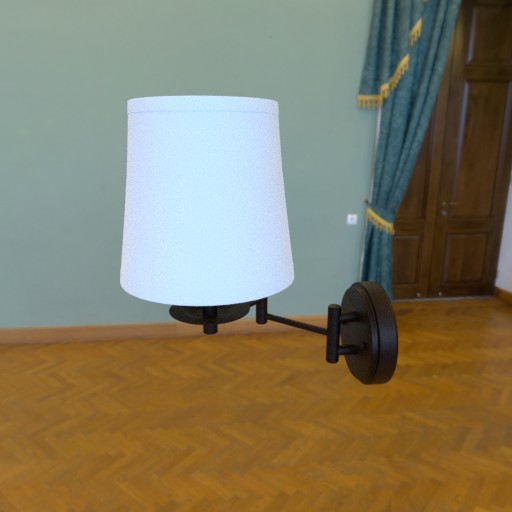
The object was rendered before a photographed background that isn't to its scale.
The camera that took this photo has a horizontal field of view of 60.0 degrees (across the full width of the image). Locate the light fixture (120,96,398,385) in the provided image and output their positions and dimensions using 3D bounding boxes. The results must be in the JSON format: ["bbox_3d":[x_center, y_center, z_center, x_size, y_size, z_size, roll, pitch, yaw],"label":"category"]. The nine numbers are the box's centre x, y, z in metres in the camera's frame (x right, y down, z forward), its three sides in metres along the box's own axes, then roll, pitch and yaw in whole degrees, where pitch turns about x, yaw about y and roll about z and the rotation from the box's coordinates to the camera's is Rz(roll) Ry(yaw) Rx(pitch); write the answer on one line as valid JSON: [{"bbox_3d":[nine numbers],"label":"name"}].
[{"bbox_3d":[0.000,0.000,0.263,0.157,0.172,0.100,-2,15,-7],"label":"light fixture"}]
